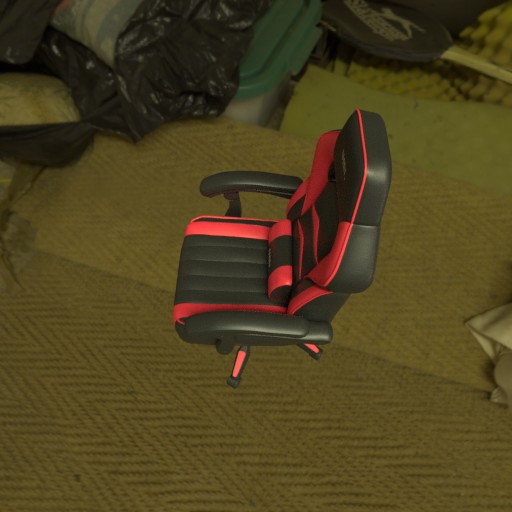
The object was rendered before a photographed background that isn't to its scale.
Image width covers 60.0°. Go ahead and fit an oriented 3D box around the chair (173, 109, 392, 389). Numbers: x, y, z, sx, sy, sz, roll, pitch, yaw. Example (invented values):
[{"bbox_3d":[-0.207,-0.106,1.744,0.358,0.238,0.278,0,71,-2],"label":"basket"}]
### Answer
[{"bbox_3d":[0.000,0.000,1.654,0.700,1.220,0.700,1,60,1],"label":"chair"}]
